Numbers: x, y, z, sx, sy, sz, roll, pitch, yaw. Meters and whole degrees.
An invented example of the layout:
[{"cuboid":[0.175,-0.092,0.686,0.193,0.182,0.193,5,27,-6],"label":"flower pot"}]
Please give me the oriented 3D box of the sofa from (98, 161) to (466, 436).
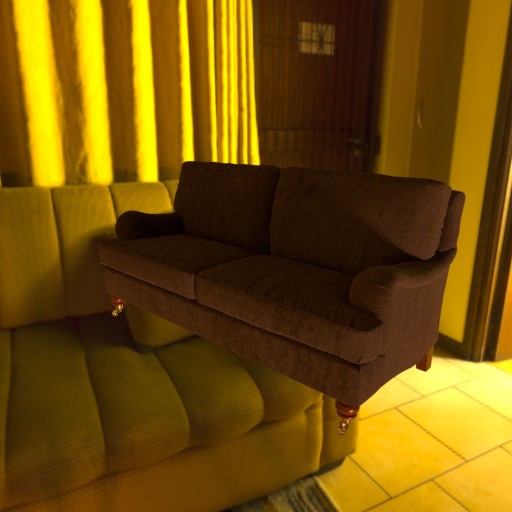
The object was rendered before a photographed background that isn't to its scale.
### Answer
[{"cuboid":[0.000,0.000,2.795,2.165,1.087,1.086,14,21,41],"label":"sofa"}]
